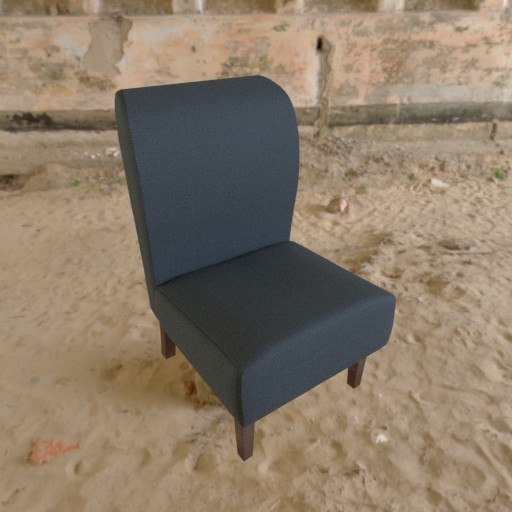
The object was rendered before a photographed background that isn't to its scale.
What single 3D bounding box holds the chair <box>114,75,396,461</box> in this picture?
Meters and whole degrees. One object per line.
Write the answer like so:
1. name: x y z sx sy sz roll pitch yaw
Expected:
1. chair: 0.000 0.000 1.177 0.513 0.804 0.592 -20 36 -31
